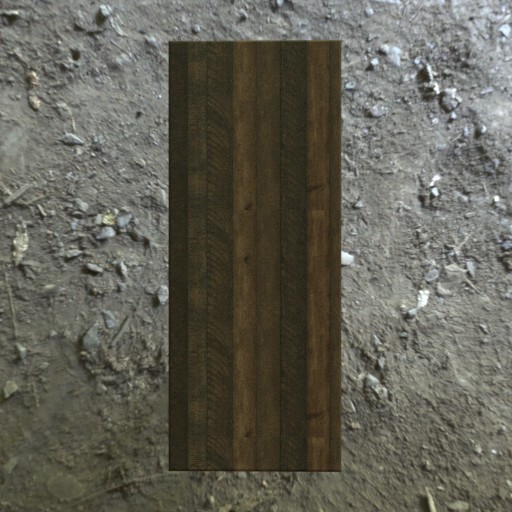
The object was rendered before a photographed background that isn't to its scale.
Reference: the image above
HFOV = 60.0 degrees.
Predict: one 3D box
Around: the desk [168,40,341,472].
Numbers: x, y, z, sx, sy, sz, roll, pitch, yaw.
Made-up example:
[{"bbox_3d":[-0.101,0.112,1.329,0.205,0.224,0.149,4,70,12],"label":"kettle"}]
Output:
[{"bbox_3d":[0.000,0.000,1.958,0.617,0.753,1.538,0,90,1],"label":"desk"}]
